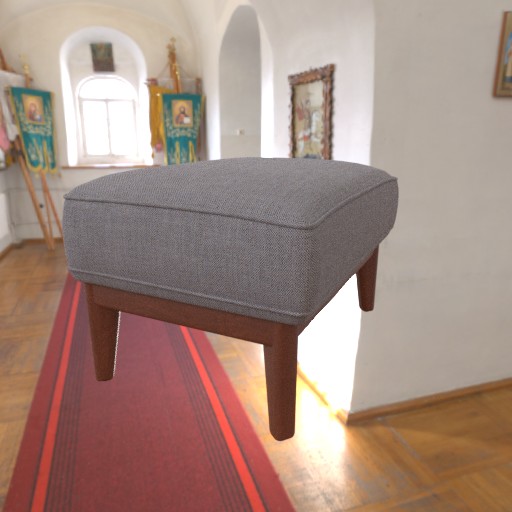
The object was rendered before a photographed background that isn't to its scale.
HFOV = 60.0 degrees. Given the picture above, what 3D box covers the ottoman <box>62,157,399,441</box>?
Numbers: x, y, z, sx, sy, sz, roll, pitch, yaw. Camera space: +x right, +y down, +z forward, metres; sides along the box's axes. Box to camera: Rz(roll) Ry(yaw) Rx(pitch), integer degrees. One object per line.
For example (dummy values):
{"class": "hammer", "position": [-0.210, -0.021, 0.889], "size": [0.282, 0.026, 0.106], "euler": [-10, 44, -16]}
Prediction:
{"class": "ottoman", "position": [0.000, 0.000, 1.100], "size": [0.555, 0.458, 0.750], "euler": [8, 18, 26]}
